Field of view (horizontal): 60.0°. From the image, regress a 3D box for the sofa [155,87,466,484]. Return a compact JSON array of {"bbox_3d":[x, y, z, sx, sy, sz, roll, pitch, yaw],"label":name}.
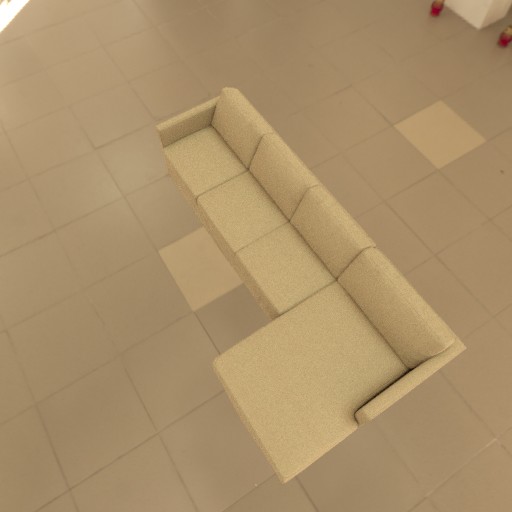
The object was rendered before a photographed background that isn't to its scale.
[{"bbox_3d":[0.000,0.000,3.847,1.622,0.867,3.177,-30,67,-15],"label":"sofa"}]
